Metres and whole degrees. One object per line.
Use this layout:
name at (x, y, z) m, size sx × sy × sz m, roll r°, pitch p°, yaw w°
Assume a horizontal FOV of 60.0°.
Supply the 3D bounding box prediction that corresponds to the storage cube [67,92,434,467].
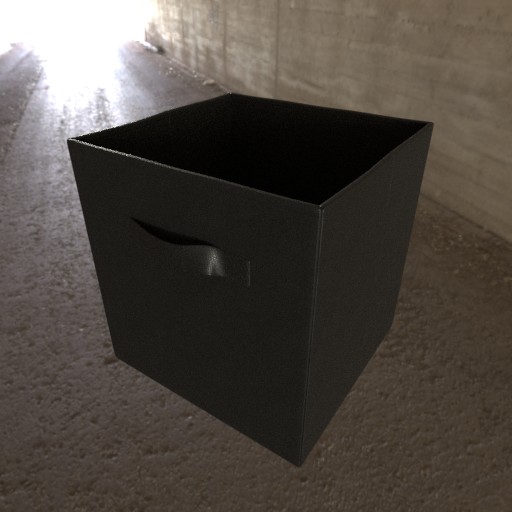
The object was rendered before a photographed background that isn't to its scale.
storage cube at (0.000, 0.000, 0.500) m, size 0.270 × 0.280 × 0.270 m, roll 20°, pitch 37°, yaw 29°
